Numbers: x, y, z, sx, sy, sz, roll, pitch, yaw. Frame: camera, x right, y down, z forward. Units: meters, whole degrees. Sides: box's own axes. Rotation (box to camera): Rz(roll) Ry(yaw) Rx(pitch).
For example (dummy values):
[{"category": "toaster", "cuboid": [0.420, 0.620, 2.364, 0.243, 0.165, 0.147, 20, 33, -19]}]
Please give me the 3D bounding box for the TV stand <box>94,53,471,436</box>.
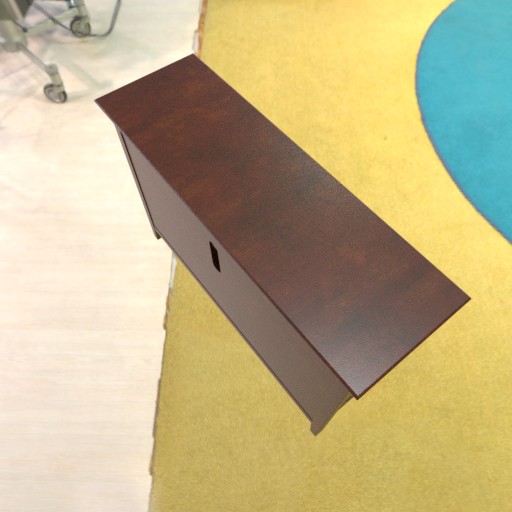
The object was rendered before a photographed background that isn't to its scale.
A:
[{"category": "TV stand", "cuboid": [0.000, 0.000, 1.822, 0.445, 0.915, 1.372, -34, 65, -18]}]
